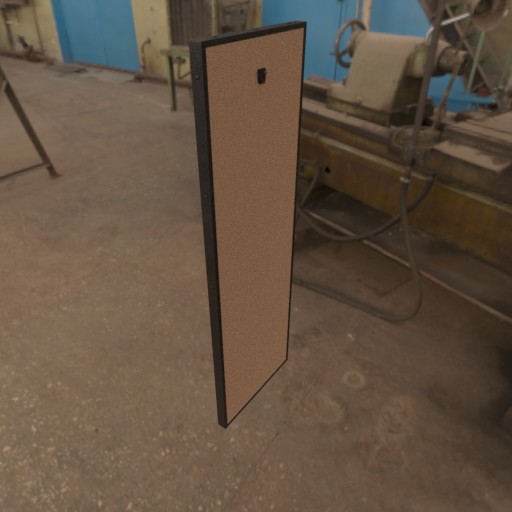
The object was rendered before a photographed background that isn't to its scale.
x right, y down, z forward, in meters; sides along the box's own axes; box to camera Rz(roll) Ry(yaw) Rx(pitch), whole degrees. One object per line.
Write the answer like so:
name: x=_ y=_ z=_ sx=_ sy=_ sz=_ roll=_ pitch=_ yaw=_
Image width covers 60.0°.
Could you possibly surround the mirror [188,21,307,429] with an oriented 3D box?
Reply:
mirror: x=0.000 y=0.000 z=1.173 sx=0.042 sy=1.080 sz=0.354 roll=22 pitch=40 yaw=29
